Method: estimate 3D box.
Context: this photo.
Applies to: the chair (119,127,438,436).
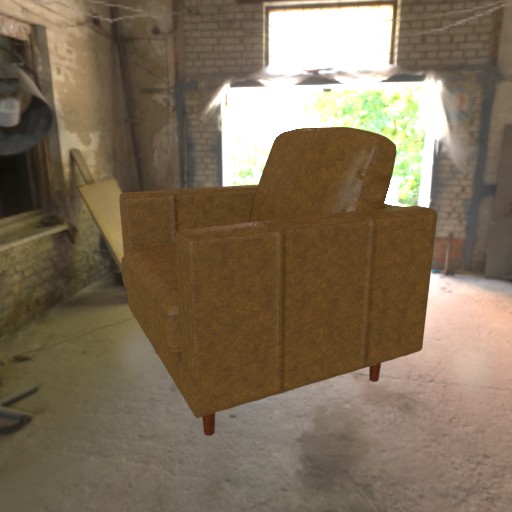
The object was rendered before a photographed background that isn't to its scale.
[{"bbox_3d":[0.000,0.000,1.707,0.909,0.956,0.890,-8,18,-26],"label":"chair"}]
